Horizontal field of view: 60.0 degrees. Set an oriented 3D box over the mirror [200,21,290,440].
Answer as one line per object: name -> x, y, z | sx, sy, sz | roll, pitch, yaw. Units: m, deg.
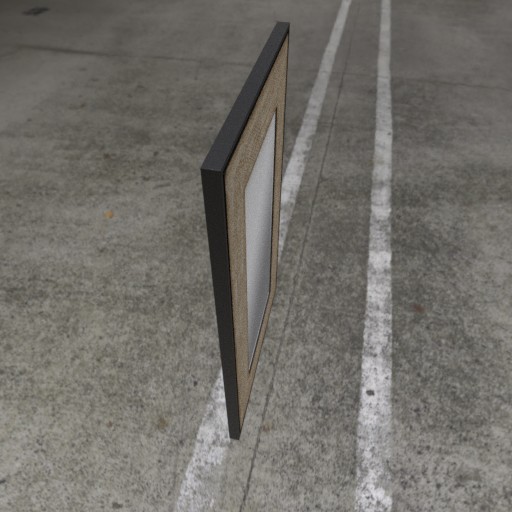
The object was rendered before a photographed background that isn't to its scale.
mirror -> 0.000, 0.000, 1.489 | 0.038, 1.219, 0.762 | 9, 47, 9
